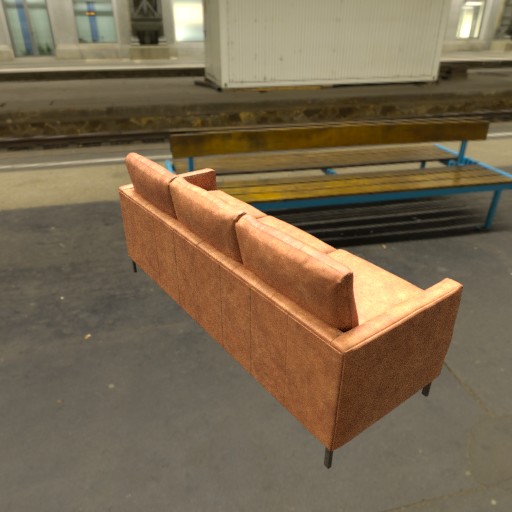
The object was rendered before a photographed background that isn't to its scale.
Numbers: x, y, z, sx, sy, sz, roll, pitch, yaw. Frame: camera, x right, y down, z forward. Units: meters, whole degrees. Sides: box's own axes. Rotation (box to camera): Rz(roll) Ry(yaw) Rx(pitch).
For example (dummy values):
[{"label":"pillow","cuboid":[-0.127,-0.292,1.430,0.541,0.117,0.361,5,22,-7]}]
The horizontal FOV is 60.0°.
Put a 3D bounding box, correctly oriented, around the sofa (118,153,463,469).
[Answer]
[{"label":"sofa","cuboid":[0.000,0.000,2.427,0.748,0.863,2.029,-19,34,-32]}]
